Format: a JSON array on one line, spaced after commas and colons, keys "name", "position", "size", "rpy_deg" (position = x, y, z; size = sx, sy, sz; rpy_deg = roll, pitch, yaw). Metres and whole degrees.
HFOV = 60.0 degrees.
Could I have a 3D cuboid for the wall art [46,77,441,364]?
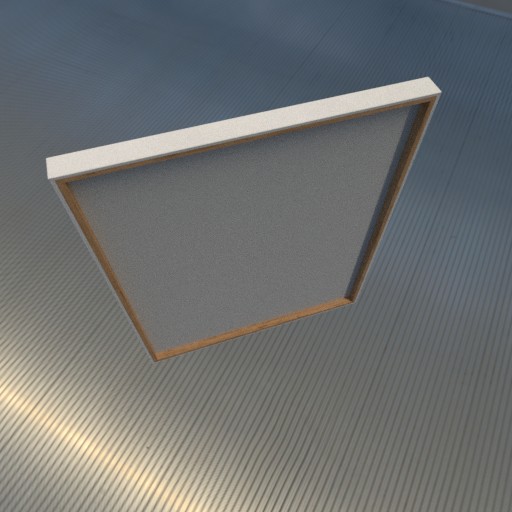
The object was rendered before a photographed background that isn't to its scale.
[{"name": "wall art", "position": [0.000, 0.000, 0.808], "size": [0.508, 0.606, 0.037], "rpy_deg": [-15, 58, -10]}]
